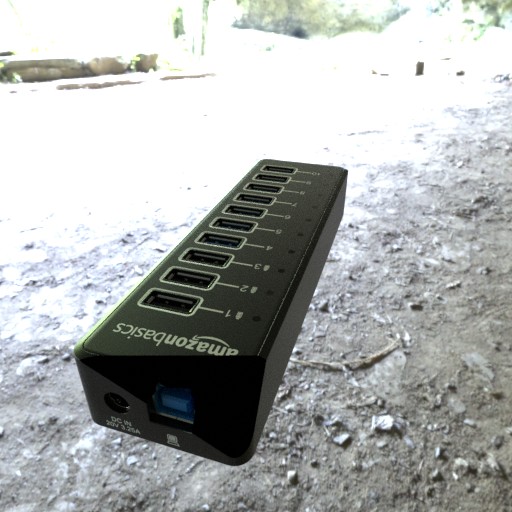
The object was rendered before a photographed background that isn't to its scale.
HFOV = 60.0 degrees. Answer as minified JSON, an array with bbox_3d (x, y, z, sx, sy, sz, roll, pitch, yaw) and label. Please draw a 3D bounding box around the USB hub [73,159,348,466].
[{"bbox_3d":[0.000,0.000,0.159,0.044,0.023,0.145,10,32,16],"label":"USB hub"}]
